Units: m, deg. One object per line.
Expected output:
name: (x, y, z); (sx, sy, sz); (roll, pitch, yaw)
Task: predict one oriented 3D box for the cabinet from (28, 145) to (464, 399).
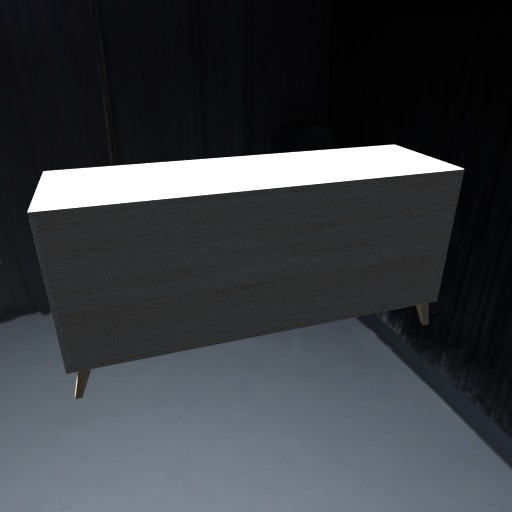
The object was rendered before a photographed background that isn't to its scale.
cabinet: (0.000, 0.000, 1.984); (1.649, 0.780, 0.500); (-8, 27, -16)
